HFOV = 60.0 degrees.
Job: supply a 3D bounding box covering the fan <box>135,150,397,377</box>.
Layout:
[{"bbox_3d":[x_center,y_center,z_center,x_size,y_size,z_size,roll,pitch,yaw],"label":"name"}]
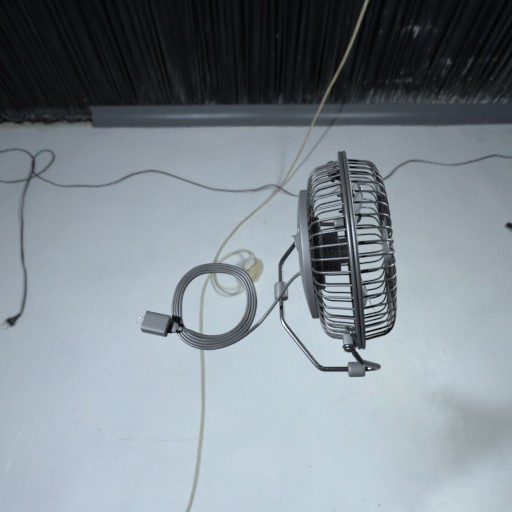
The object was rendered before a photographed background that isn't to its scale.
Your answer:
[{"bbox_3d":[0.000,0.000,0.320,0.202,0.152,0.153,0,64,0],"label":"fan"}]
